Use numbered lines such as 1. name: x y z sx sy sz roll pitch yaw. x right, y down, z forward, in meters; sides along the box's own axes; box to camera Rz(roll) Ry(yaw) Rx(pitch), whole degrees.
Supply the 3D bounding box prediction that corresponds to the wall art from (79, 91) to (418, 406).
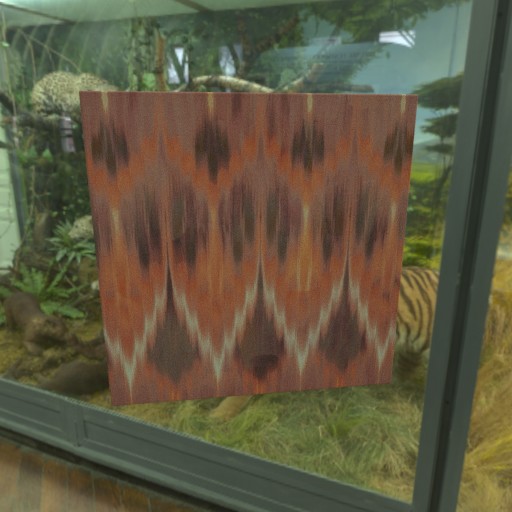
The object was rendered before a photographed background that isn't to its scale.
1. wall art: 0.000 0.000 0.882 0.603 0.609 0.037 -2 16 -8
